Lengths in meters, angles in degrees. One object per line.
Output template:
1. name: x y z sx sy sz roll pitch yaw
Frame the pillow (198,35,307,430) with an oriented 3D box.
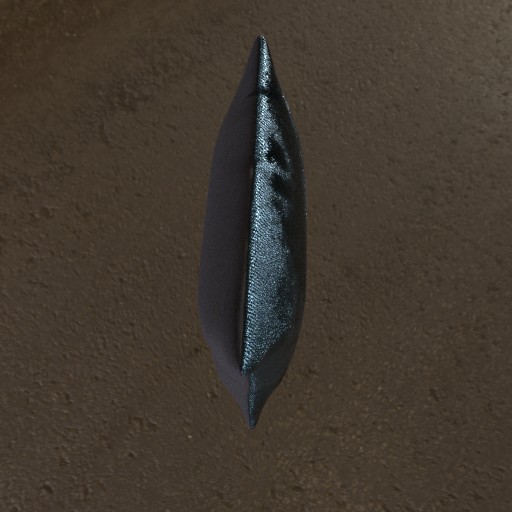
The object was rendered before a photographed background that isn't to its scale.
1. pillow: 0.000 0.000 0.650 0.138 0.430 0.436 2 63 1
